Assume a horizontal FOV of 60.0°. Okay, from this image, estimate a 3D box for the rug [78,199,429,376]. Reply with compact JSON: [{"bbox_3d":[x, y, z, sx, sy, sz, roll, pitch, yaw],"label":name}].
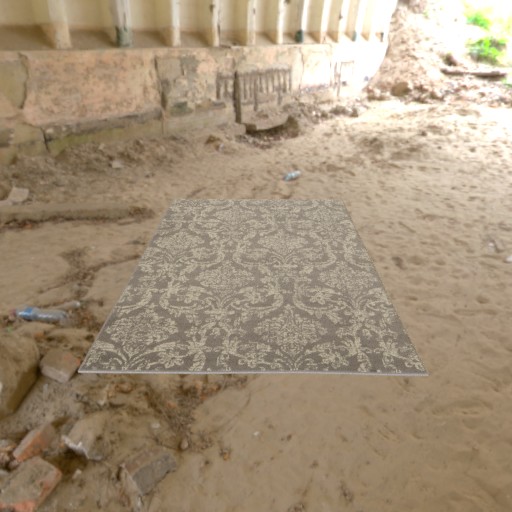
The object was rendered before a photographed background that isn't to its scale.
[{"bbox_3d":[0.000,0.000,3.517,1.819,0.018,2.746,0,26,1],"label":"rug"}]
